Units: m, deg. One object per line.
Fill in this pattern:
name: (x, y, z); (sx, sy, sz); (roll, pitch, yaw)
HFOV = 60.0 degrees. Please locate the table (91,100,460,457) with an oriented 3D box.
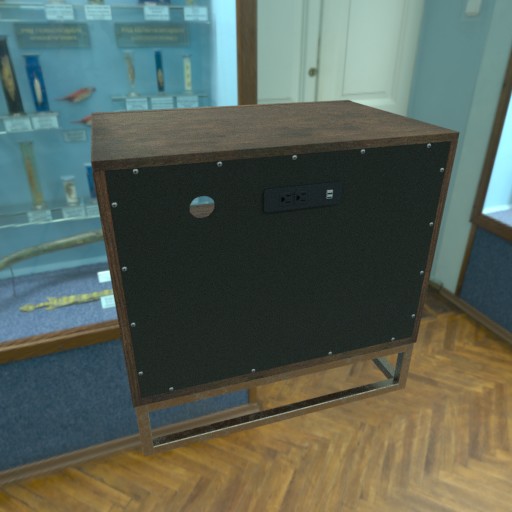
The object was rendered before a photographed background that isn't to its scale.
table: (0.000, 0.000, 1.255); (0.767, 0.746, 0.542); (-9, 29, -16)
